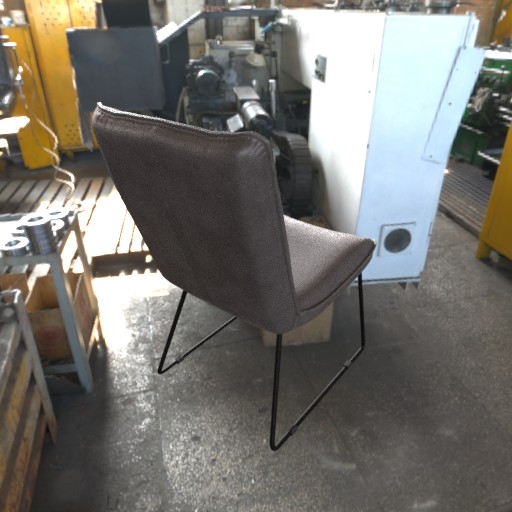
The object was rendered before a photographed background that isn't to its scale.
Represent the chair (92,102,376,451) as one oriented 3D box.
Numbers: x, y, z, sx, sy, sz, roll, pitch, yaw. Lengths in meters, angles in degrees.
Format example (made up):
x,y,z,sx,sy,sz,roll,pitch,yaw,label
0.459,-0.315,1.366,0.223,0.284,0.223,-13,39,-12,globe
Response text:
x,y,z,sx,sy,sz,roll,pitch,yaw,label
0.000,0.000,1.341,0.515,0.932,0.688,21,36,33,chair
